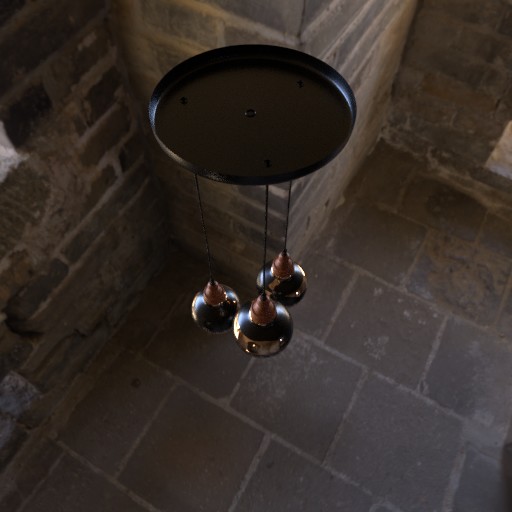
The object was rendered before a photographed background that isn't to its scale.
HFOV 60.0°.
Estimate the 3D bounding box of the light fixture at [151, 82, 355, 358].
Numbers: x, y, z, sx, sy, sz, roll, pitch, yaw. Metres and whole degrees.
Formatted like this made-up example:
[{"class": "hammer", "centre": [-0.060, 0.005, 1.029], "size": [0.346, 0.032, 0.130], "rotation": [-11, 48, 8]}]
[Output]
[{"class": "light fixture", "centre": [0.000, 0.000, 1.765], "size": [0.608, 1.410, 0.605], "rotation": [-14, 57, -10]}]
